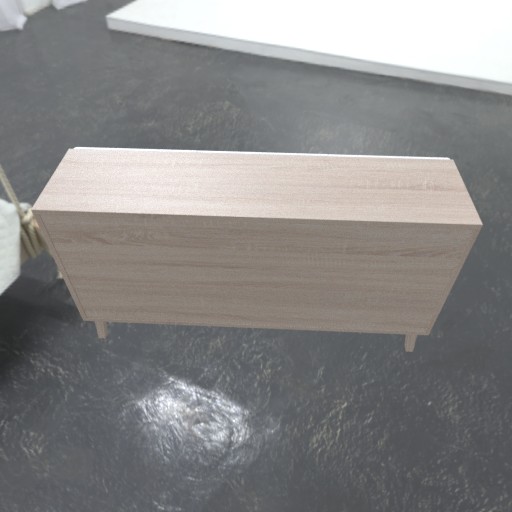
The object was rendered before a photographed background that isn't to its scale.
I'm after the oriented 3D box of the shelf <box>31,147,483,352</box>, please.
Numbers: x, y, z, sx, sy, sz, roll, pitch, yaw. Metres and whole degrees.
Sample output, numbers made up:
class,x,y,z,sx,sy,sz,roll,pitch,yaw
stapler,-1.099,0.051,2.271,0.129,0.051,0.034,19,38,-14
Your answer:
class,x,y,z,sx,sy,sz,roll,pitch,yaw
shelf,0.000,0.000,1.877,1.490,0.780,0.400,2,46,2
